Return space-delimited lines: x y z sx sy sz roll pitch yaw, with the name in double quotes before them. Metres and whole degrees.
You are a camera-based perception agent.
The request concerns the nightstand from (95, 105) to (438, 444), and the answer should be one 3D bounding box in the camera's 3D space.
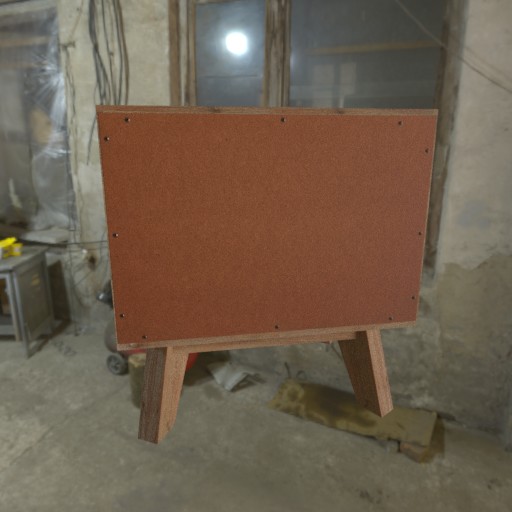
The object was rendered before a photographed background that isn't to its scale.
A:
"nightstand" 0.000 0.000 0.961 0.552 0.589 0.396 -3 15 -10
